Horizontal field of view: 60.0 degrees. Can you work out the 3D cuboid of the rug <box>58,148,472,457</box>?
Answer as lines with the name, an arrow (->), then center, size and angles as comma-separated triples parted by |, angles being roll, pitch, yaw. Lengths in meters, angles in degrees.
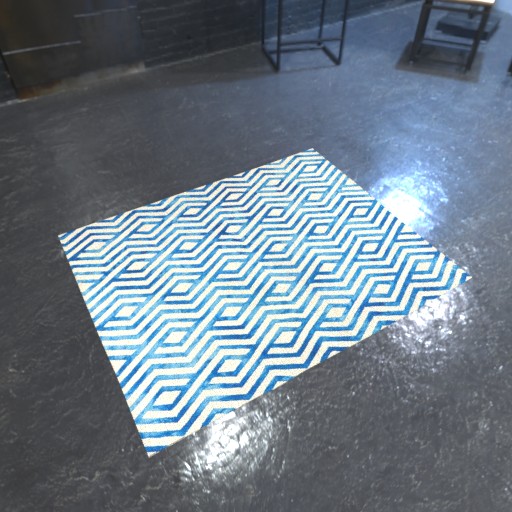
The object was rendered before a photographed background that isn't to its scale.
rug -> 0.000, 0.000, 4.151 | 3.059, 0.008, 2.453 | -23, 50, -21
